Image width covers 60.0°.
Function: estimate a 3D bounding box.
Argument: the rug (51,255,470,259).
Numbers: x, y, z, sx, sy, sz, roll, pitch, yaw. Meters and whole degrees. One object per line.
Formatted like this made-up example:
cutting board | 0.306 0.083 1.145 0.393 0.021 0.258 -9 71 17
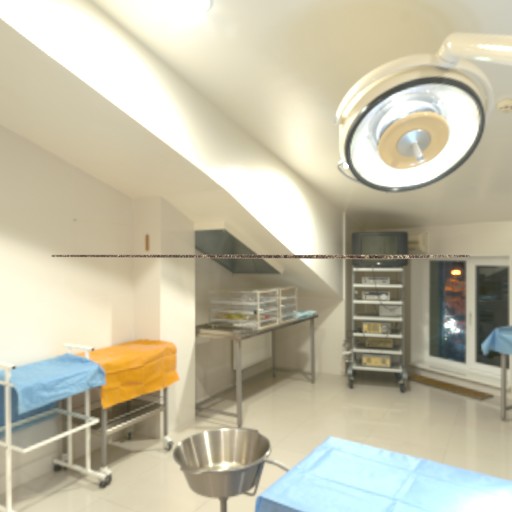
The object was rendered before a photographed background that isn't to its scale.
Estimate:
rug | 0.000 0.000 2.277 1.814 0.012 1.186 0 0 36
